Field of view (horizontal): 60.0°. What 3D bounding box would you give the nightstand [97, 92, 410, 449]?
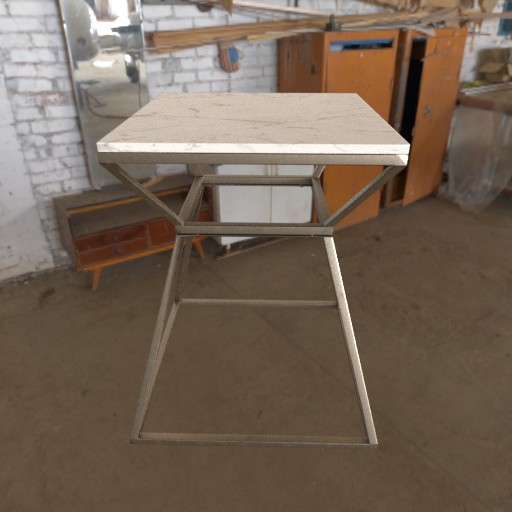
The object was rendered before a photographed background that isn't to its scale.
[{"bbox_3d":[0.000,0.000,0.881,0.455,0.554,0.455,1,29,1],"label":"nightstand"}]
